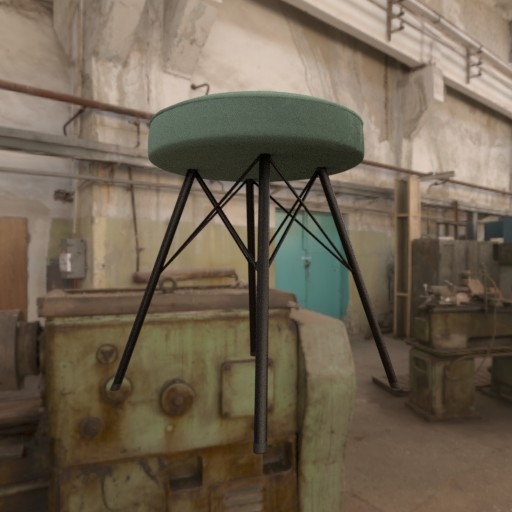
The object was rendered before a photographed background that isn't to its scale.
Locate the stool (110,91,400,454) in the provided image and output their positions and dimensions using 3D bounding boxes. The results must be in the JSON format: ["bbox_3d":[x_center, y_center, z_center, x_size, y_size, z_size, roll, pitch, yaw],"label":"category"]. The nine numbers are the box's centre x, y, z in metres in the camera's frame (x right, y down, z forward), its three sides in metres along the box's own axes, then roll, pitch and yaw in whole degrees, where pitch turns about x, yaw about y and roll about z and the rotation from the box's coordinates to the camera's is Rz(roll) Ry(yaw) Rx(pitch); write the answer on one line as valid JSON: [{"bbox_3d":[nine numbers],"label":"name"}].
[{"bbox_3d":[0.000,0.000,0.862,0.458,0.519,0.457,0,1,-38],"label":"stool"}]
